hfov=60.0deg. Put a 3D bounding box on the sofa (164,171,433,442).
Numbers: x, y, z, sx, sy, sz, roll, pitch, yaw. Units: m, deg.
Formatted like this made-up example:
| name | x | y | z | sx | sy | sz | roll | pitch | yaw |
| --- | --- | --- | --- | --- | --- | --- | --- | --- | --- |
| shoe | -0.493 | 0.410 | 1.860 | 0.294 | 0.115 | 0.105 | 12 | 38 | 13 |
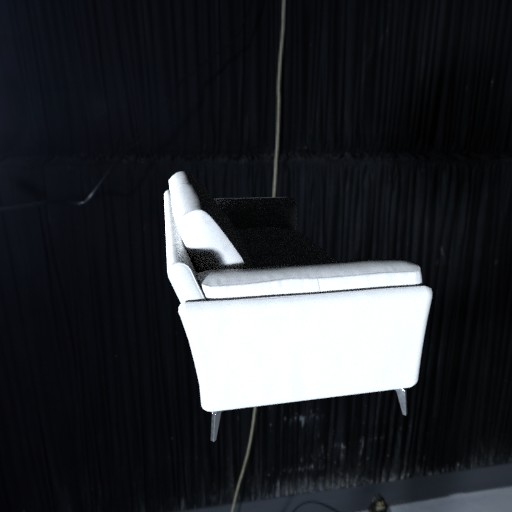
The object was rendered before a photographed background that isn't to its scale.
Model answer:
| name | x | y | z | sx | sy | sz | roll | pitch | yaw |
| --- | --- | --- | --- | --- | --- | --- | --- | --- | --- |
| sofa | 0.000 | 0.000 | 2.679 | 1.049 | 0.930 | 2.101 | -3 | 16 | -11 |
